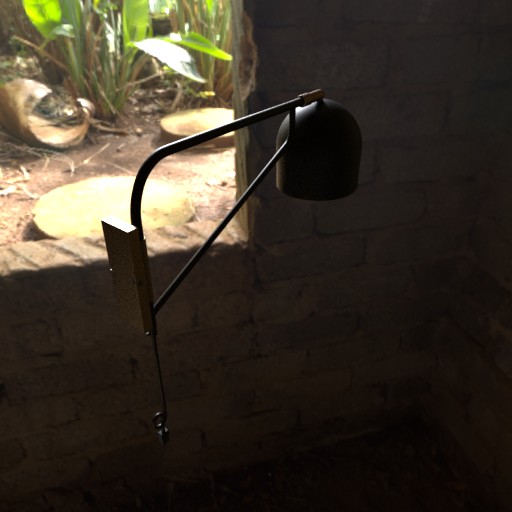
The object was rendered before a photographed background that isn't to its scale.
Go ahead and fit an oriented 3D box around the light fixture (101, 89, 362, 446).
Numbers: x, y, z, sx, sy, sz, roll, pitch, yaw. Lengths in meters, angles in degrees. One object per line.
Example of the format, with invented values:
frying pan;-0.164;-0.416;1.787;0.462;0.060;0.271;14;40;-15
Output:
light fixture;0.000;0.000;1.063;0.215;0.696;0.720;23;37;33
